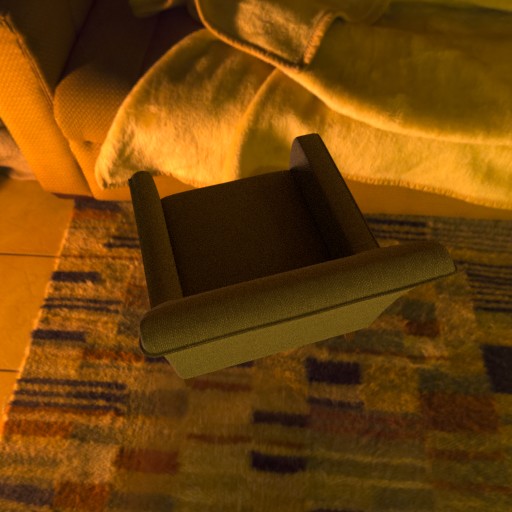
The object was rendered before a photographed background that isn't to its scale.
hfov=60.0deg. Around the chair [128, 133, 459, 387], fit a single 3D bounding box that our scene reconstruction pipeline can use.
[{"bbox_3d":[0.000,0.000,1.598,0.780,0.919,0.899,-14,58,-9],"label":"chair"}]
